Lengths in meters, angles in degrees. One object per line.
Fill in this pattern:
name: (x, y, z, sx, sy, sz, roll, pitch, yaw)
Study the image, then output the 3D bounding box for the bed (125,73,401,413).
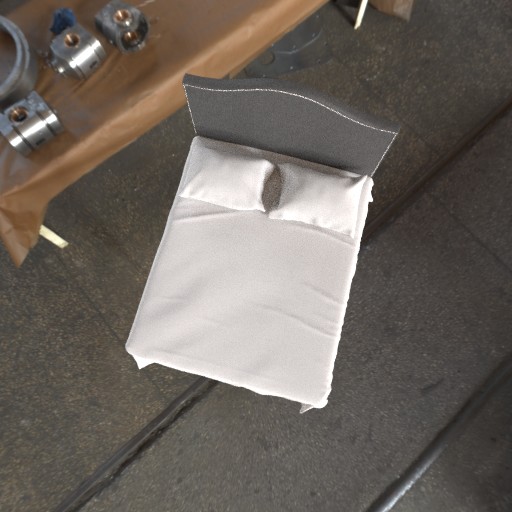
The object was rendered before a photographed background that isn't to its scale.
bed: (0.000, 0.000, 3.506, 1.876, 1.645, 2.221, 14, 76, 4)
